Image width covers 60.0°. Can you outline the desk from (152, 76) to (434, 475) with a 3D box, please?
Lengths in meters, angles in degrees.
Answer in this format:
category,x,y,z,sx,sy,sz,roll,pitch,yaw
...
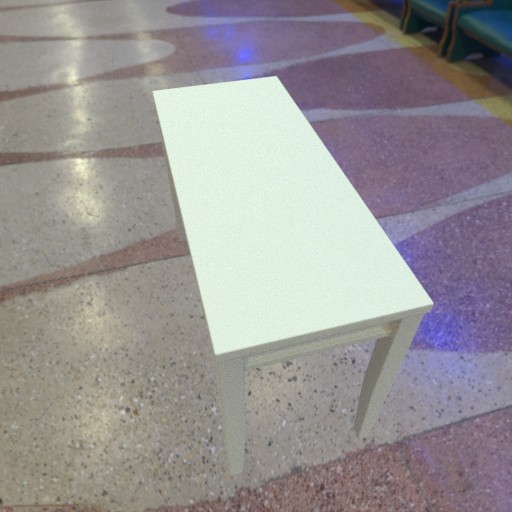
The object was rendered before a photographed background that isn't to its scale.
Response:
category,x,y,z,sx,sy,sz,roll,pitch,yaw
desk,0.000,0.000,1.645,0.508,0.775,1.220,-11,47,-10
